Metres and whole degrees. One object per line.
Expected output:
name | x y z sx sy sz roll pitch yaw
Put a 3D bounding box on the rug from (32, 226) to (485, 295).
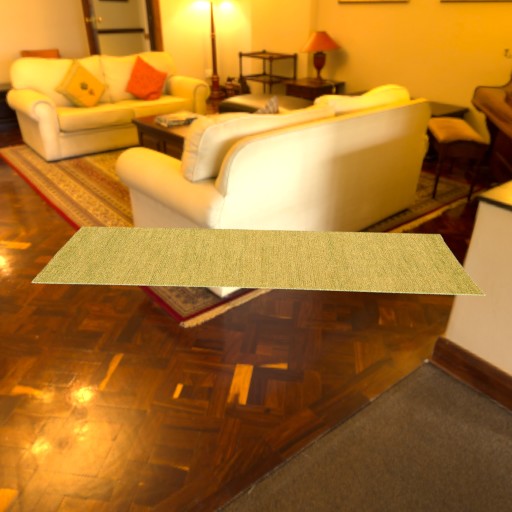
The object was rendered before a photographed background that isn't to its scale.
rug | 0.000 0.000 2.572 2.340 0.013 0.686 1 29 3
